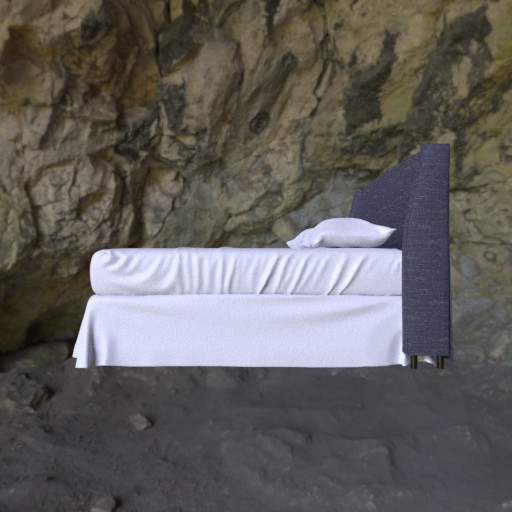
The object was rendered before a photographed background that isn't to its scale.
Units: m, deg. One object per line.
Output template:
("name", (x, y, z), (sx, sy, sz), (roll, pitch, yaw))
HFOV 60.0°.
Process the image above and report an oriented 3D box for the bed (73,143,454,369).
("bed", (0.000, 0.000, 3.492), (2.276, 1.332, 1.925), (0, 0, 0))
